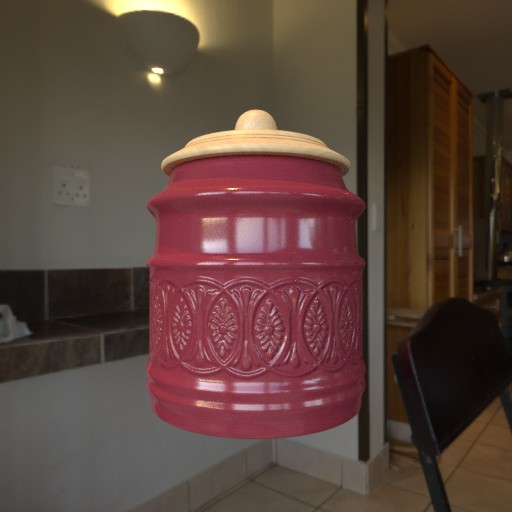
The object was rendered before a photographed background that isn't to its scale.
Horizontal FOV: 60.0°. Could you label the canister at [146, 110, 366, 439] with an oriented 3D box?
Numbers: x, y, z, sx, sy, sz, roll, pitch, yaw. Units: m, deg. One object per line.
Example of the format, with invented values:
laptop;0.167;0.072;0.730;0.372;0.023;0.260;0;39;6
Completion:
canister;0.000;0.000;0.270;0.130;0.176;0.130;0;0;0
